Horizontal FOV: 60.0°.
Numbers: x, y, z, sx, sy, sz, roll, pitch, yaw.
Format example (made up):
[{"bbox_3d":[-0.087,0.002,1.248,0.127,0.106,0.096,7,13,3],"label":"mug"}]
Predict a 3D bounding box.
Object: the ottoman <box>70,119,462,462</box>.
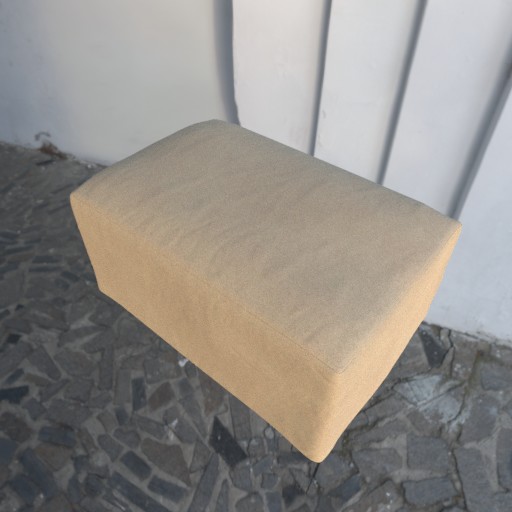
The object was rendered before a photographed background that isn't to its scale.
[{"bbox_3d":[0.000,0.000,1.234,0.872,0.444,0.590,30,52,27],"label":"ottoman"}]
